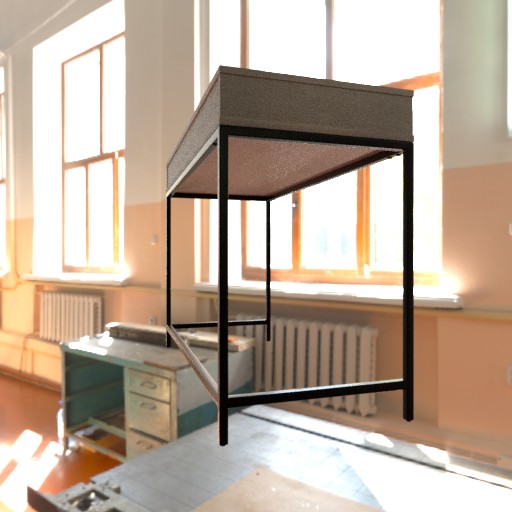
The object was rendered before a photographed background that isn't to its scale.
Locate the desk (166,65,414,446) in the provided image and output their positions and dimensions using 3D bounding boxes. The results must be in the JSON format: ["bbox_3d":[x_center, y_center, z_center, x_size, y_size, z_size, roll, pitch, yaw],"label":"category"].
[{"bbox_3d":[0.000,0.000,1.437,0.470,0.762,1.016,0,0,-17],"label":"desk"}]
